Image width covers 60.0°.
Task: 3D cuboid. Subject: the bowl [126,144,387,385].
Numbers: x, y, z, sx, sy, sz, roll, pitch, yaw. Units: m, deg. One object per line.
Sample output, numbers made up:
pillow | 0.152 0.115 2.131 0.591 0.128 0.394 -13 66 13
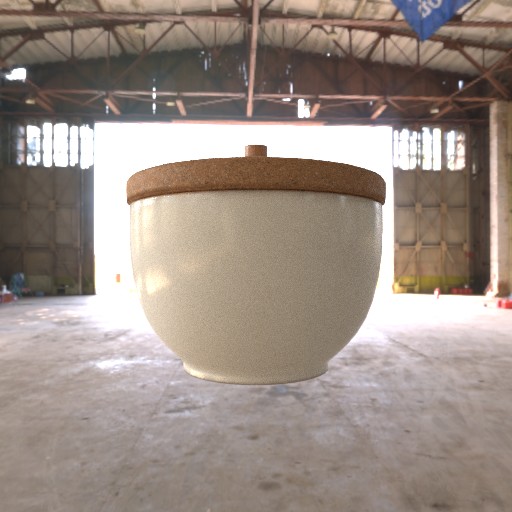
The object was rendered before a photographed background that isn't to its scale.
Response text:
bowl | 0.000 0.000 0.223 0.126 0.110 0.126 0 -1 0
